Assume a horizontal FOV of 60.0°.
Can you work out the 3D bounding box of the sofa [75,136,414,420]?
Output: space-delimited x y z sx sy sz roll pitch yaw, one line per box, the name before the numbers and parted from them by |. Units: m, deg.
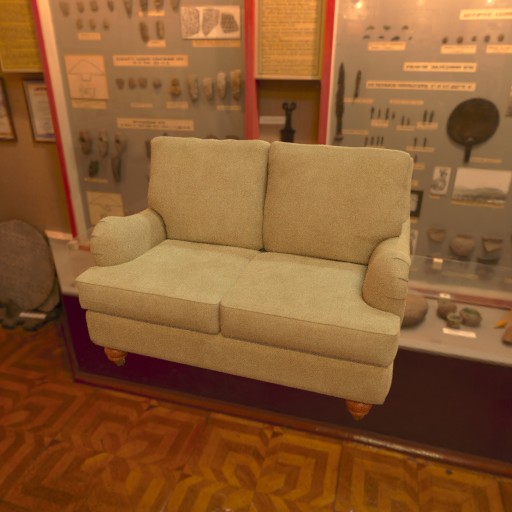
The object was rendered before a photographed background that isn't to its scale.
sofa | 0.000 0.000 2.302 1.498 1.087 1.086 8 26 16
